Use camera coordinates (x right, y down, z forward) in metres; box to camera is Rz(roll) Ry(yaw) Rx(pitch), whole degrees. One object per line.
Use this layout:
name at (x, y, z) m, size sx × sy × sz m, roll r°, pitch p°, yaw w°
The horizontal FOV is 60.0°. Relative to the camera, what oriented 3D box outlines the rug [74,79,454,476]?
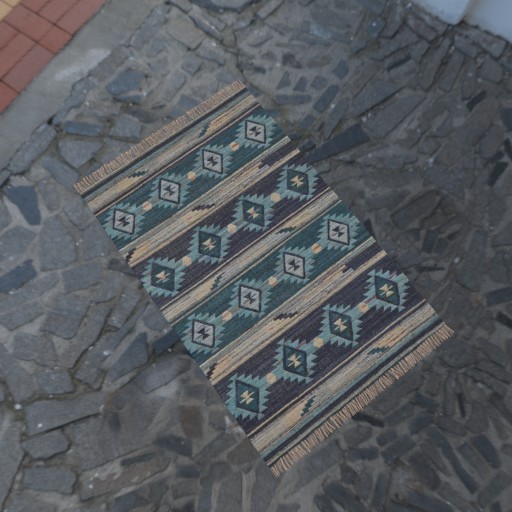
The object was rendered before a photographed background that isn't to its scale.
rug at (0.000, 0.000, 2.440) m, size 1.181 × 0.028 × 1.936 m, roll -36°, pitch 78°, yaw -8°
